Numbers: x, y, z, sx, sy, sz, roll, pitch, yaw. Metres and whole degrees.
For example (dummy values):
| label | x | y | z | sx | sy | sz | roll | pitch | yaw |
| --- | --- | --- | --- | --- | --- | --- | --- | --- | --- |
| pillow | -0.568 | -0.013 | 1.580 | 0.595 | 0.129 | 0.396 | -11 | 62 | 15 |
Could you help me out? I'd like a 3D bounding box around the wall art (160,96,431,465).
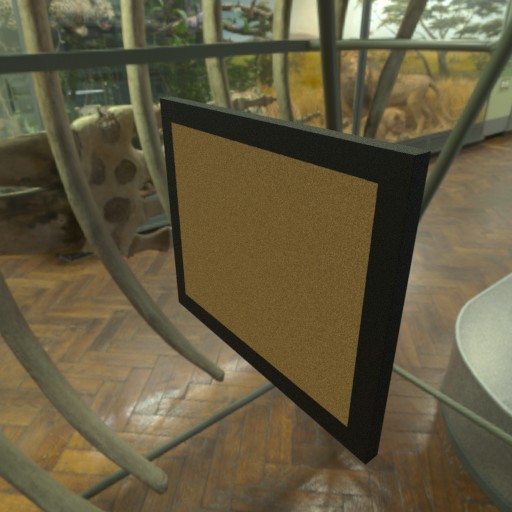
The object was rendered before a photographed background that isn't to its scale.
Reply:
| label | x | y | z | sx | sy | sz | roll | pitch | yaw |
| --- | --- | --- | --- | --- | --- | --- | --- | --- | --- |
| wall art | 0.000 | 0.000 | 0.755 | 0.028 | 0.460 | 0.561 | -19 | 33 | -33 |
